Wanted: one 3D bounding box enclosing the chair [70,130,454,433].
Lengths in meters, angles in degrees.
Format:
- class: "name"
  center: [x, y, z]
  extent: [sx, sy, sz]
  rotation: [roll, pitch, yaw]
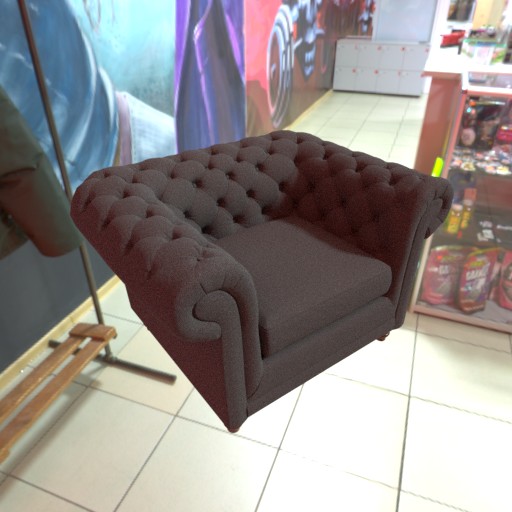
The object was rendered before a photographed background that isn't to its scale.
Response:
- class: "chair"
  center: [0.000, 0.000, 1.904]
  extent: [1.270, 0.770, 0.976]
  rotation: [-21, 37, -30]
